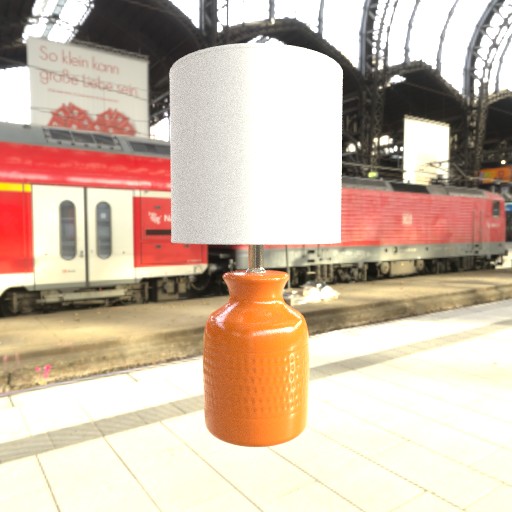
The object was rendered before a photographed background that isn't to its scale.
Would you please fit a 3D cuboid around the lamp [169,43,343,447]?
[{"bbox_3d":[0.000,0.000,1.113,0.418,0.871,0.418,-3,4,-37],"label":"lamp"}]
